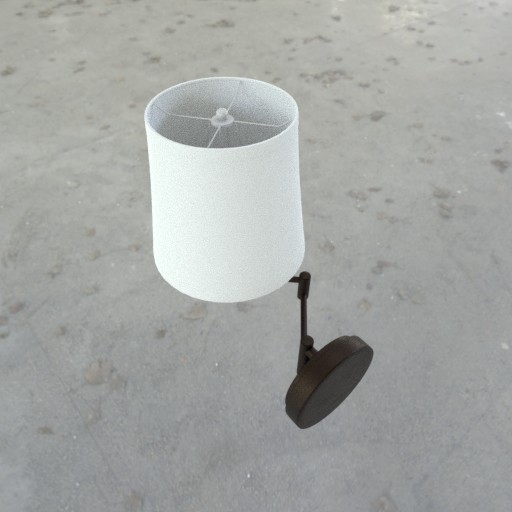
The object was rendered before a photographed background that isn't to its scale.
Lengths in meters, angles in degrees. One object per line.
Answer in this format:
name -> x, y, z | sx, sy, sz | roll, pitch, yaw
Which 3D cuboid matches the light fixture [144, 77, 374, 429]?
light fixture -> 0.000, 0.000, 0.274 | 0.100, 0.172, 0.157 | -30, 52, -26
